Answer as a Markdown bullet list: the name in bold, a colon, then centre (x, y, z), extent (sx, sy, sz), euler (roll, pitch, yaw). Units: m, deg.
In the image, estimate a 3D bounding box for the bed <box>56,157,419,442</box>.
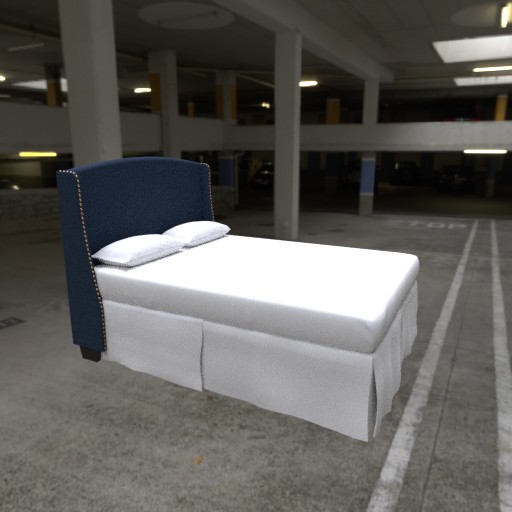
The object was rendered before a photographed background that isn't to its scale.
- **bed**: centre (0.000, 0.000, 3.268), extent (2.223, 1.402, 1.604), euler (7, 16, 26)
